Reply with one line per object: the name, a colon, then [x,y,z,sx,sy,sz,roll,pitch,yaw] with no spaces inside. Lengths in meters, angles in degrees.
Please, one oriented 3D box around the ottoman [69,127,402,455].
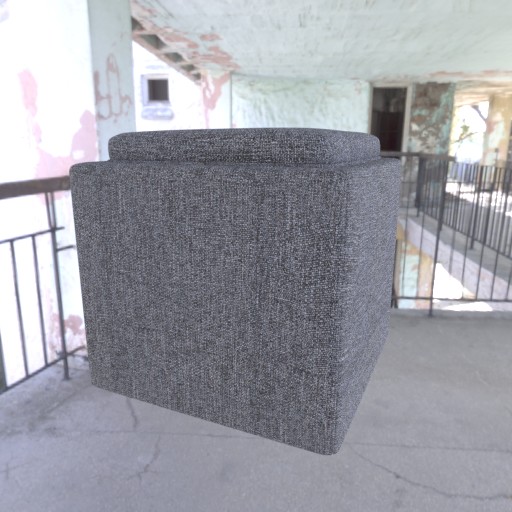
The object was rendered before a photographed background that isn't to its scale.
ottoman: [0.000,0.000,0.833,0.450,0.460,0.450,7,16,24]
